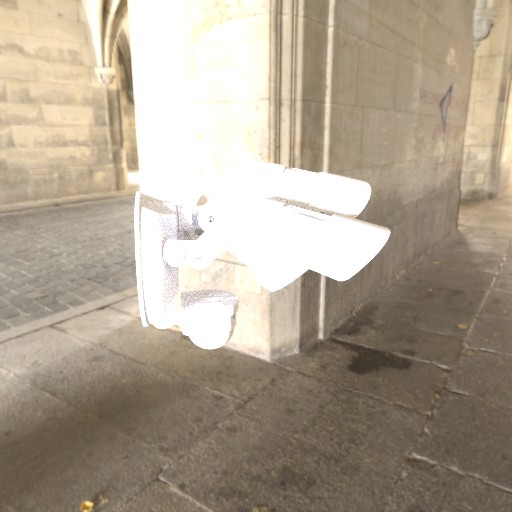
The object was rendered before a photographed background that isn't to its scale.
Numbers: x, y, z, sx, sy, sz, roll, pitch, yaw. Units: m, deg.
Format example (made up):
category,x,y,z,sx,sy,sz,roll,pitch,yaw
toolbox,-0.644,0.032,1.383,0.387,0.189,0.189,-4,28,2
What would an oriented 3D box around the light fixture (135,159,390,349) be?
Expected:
category,x,y,z,sx,sy,sz,roll,pitch,yaw
light fixture,0.000,0.000,0.555,0.278,0.237,0.369,-3,15,-11
